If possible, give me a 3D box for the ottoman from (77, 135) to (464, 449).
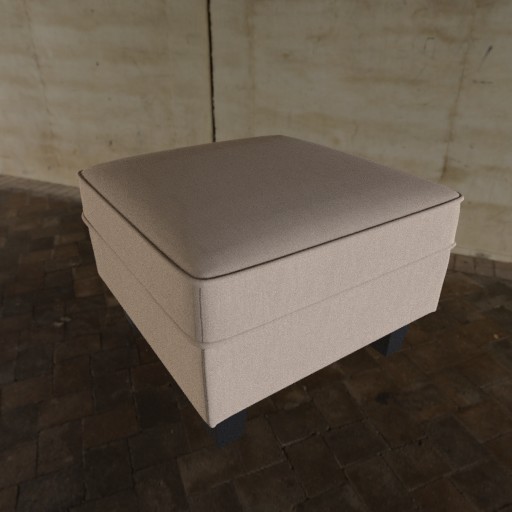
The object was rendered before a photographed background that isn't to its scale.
[{"bbox_3d":[0.000,0.000,1.013,0.613,0.438,0.616,-18,33,-30],"label":"ottoman"}]
